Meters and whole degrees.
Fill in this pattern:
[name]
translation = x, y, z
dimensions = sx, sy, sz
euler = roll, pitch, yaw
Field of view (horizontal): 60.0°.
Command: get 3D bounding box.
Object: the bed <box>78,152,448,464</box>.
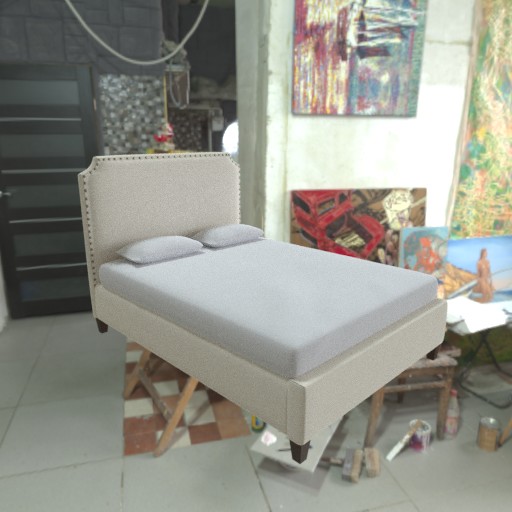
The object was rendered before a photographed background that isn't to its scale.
[bed]
translation = 0.000, 0.000, 3.451
dimensions = 1.712, 1.497, 2.372
euler = -14, 21, -43
